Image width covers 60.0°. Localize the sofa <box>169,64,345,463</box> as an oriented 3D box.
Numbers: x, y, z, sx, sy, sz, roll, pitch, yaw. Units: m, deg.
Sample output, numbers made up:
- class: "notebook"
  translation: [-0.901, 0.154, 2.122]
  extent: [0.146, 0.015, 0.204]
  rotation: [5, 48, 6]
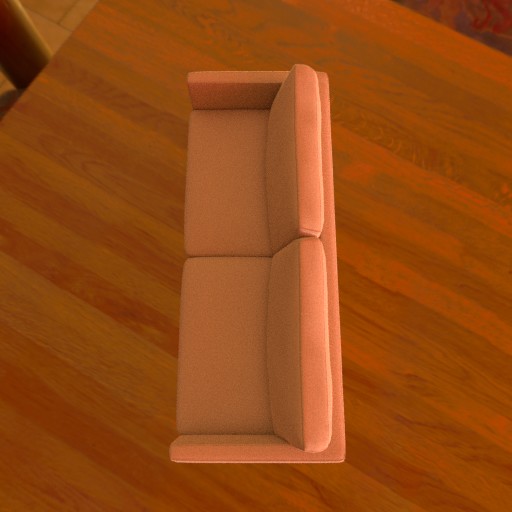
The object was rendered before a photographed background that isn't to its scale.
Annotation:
- class: "sofa"
  translation: [0.000, 0.000, 2.845]
  extent: [0.951, 0.968, 2.361]
  rotation: [0, 75, 0]
